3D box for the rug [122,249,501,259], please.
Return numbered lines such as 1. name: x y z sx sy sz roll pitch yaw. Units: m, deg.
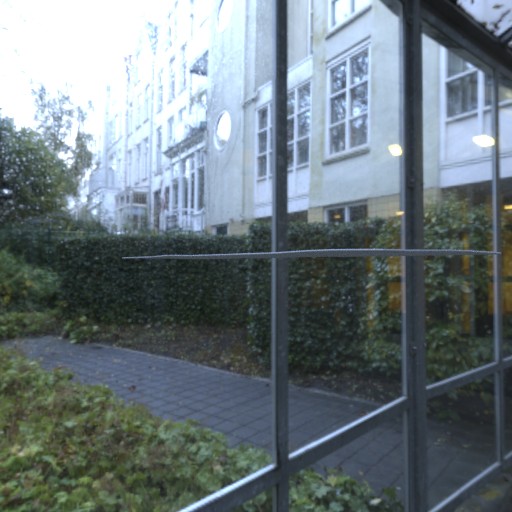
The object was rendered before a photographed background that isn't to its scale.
1. rug: 0.000 0.000 2.611 0.762 0.013 2.439 1 -1 -36
